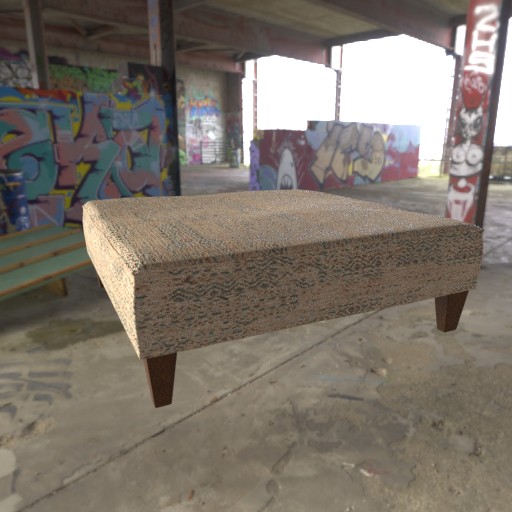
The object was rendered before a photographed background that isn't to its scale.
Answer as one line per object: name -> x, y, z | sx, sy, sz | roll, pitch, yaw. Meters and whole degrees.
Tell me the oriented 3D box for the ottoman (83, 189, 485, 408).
ottoman -> 0.000, 0.000, 1.503 | 1.004, 0.356, 0.968 | -7, 17, -25
